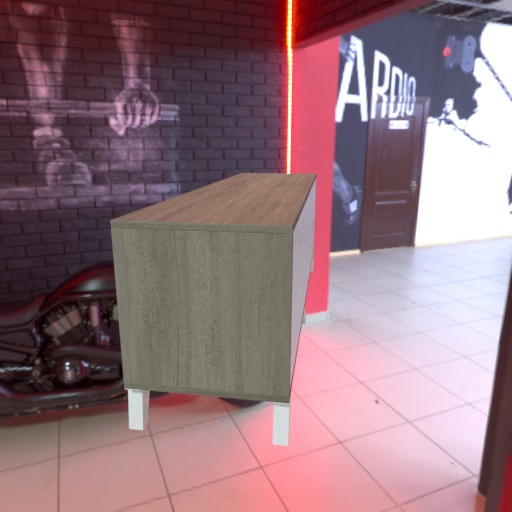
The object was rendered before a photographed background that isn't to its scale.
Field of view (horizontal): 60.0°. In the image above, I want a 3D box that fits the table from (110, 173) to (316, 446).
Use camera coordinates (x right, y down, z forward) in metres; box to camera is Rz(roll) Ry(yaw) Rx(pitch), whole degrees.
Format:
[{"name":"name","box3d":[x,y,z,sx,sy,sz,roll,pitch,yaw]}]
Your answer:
[{"name":"table","box3d":[0.000,0.000,1.721,0.400,0.530,1.500,2,15,9]}]
